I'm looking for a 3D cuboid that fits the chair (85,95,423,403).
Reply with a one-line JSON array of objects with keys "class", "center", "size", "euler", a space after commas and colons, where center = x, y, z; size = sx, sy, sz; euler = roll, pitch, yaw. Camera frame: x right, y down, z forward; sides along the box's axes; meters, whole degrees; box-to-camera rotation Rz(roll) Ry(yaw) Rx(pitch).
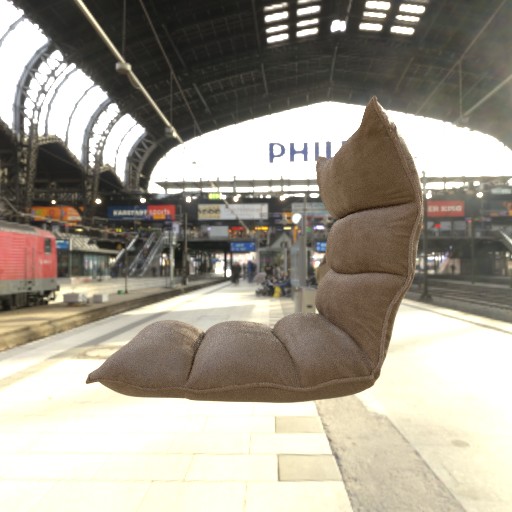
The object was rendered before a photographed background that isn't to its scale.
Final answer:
[{"class": "chair", "center": [0.000, 0.000, 1.590], "size": [0.985, 0.892, 0.714], "euler": [0, -1, -1]}]
